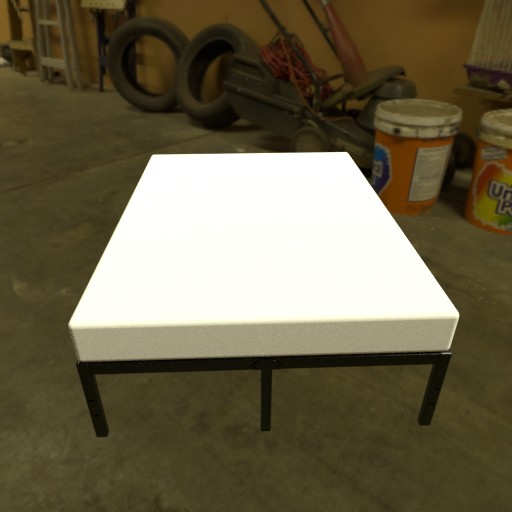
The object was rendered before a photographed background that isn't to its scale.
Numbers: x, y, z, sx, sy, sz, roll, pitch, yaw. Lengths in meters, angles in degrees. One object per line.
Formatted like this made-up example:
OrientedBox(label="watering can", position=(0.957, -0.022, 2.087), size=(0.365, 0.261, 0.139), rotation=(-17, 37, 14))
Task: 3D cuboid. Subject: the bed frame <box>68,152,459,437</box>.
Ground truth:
OrientedBox(label="bed frame", position=(0.000, 0.000, 2.757), size=(1.557, 0.659, 2.072), rotation=(-1, 31, -2))
